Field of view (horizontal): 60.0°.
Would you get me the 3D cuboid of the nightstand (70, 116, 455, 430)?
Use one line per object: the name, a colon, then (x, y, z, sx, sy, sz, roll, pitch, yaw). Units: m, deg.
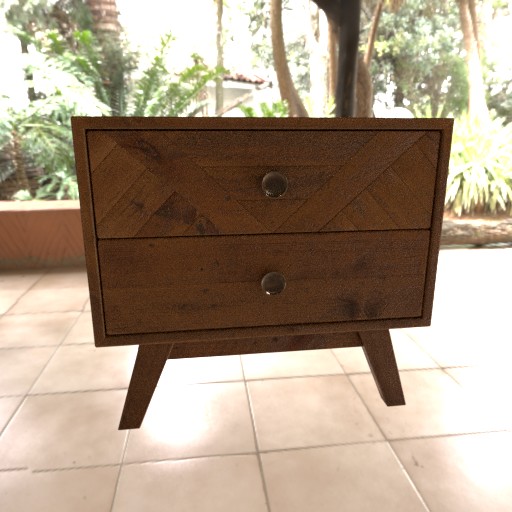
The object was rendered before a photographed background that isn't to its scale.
nightstand: (0.000, 0.000, 1.024, 0.650, 0.599, 0.450, -2, 16, -8)
